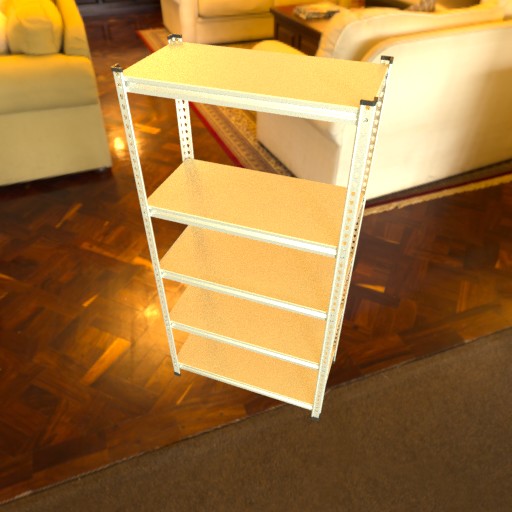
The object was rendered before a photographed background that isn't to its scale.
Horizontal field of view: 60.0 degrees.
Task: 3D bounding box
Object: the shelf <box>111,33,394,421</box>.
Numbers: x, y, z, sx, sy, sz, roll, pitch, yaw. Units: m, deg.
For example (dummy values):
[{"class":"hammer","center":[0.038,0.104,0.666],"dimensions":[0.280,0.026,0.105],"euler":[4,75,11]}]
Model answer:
[{"class":"shelf","center":[0.000,0.000,2.177],"dimensions":[0.914,1.829,0.457],"euler":[13,43,15]}]
